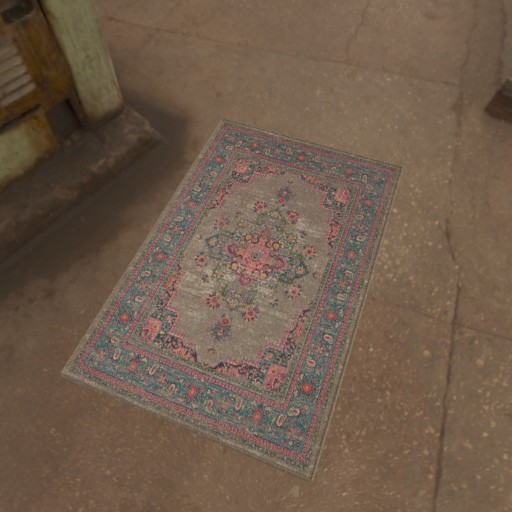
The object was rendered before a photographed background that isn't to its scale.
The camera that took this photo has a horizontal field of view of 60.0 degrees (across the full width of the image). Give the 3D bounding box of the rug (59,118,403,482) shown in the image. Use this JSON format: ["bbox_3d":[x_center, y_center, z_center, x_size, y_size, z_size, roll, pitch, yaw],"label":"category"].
[{"bbox_3d":[0.000,0.000,2.227,1.144,0.014,1.748,18,60,11],"label":"rug"}]
